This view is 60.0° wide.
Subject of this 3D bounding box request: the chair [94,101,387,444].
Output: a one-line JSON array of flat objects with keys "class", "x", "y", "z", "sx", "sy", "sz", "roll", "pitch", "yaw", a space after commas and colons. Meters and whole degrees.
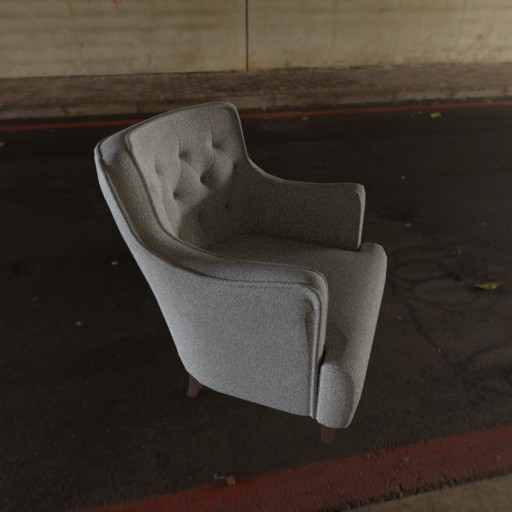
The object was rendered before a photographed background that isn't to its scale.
[{"class": "chair", "x": 0.000, "y": 0.000, "z": 1.590, "sx": 0.910, "sy": 0.920, "sz": 0.820, "roll": 11, "pitch": 32, "yaw": 17}]
